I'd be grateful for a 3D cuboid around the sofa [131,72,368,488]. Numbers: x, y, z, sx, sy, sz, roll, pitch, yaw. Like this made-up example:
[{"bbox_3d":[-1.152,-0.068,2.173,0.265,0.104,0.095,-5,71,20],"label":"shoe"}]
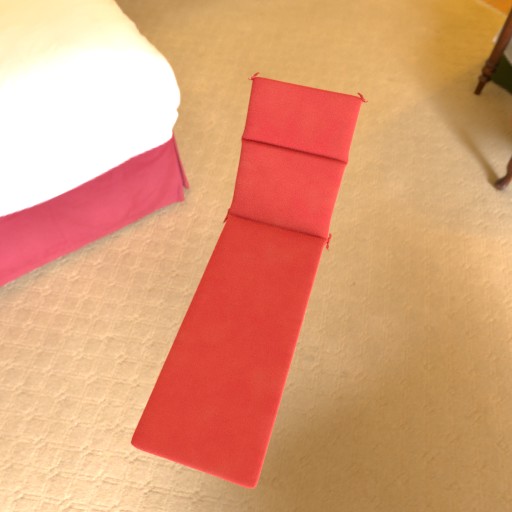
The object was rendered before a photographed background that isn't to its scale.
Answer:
[{"bbox_3d":[0.000,0.000,1.898,0.582,0.622,1.663,15,59,9],"label":"sofa"}]
